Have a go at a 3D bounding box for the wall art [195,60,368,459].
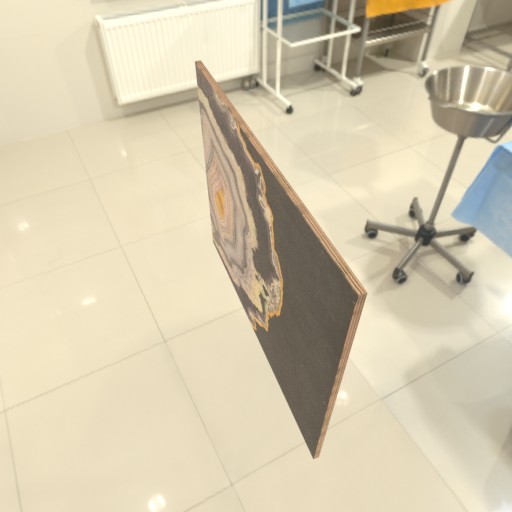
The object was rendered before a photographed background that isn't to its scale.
[{"bbox_3d":[0.000,0.000,0.696,0.010,0.408,0.508,-16,49,-14],"label":"wall art"}]
